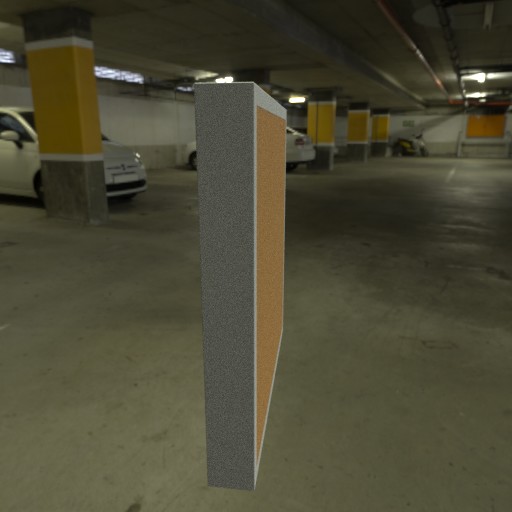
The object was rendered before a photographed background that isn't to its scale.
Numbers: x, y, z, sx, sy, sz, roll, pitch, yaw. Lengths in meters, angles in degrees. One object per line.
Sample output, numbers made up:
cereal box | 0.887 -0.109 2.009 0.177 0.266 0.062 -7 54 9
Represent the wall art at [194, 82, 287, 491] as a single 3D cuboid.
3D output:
wall art | 0.000 0.000 0.461 0.038 0.305 0.305 2 15 7
